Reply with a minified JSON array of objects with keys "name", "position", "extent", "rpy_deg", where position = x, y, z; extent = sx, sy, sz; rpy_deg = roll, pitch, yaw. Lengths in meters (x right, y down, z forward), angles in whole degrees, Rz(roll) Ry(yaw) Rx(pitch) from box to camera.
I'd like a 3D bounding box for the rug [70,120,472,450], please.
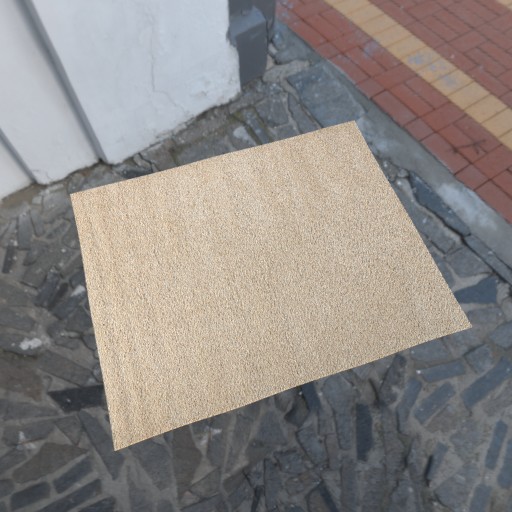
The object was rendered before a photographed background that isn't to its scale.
[{"name":"rug","position":[0.000,0.000,4.000],"extent":[3.000,0.026,2.400],"rpy_deg":[-17,64,-8]}]
